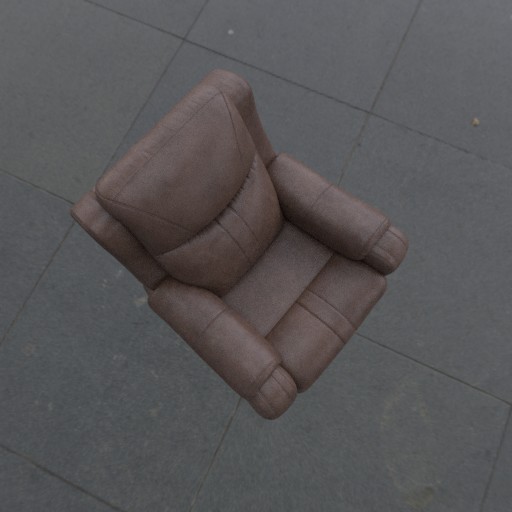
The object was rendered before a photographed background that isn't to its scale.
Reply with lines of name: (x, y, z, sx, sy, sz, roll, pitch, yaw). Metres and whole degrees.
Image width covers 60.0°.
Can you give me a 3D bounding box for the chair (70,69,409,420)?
chair: (0.000, 0.000, 1.840, 1.067, 0.990, 0.940, 39, 78, 10)
